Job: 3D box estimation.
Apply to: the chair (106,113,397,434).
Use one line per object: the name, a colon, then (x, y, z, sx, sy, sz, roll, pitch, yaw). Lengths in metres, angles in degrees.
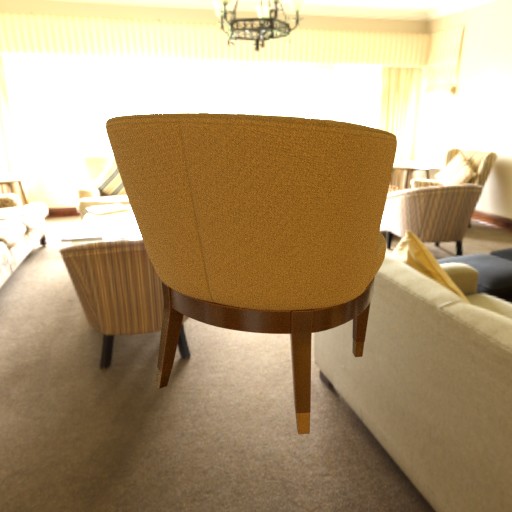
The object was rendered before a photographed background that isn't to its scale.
chair: (0.000, 0.000, 1.240, 0.700, 0.760, 0.660, 9, 20, 25)
